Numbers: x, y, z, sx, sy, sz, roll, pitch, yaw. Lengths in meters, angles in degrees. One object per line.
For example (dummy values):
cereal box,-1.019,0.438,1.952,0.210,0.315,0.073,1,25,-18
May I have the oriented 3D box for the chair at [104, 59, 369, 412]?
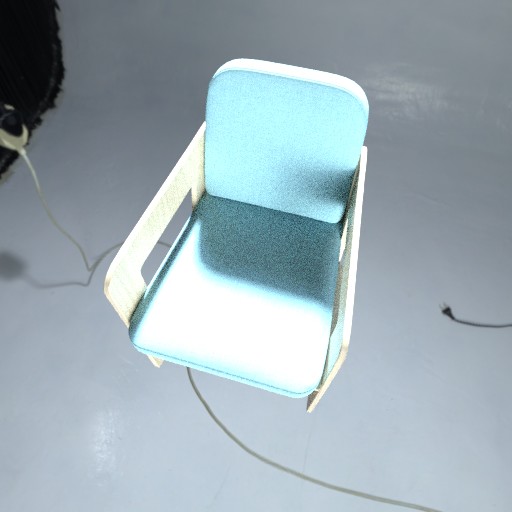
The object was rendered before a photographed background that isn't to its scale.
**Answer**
chair,0.000,0.000,1.295,0.590,0.800,0.710,14,59,9
